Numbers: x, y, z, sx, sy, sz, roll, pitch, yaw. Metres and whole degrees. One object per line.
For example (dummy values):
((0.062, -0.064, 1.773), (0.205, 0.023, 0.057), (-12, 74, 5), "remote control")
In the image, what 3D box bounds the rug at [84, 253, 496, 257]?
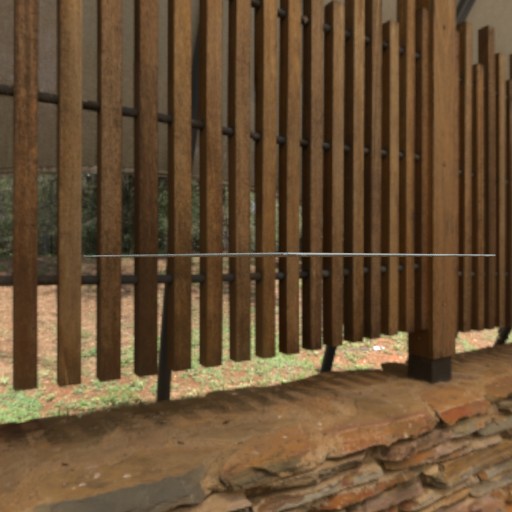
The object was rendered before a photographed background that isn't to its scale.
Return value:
((0.000, 0.000, 2.845), (1.522, 0.008, 2.284), (0, 0, -37), "rug")
